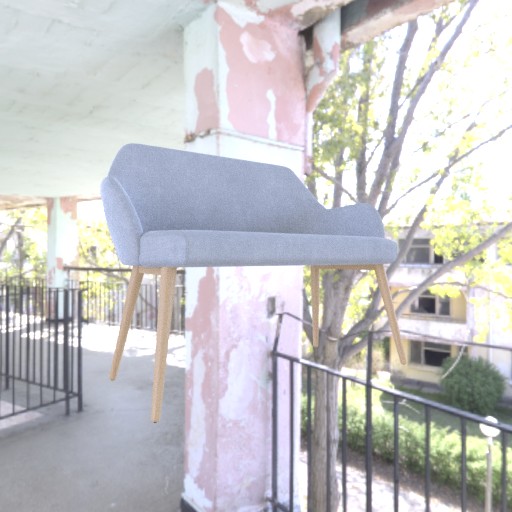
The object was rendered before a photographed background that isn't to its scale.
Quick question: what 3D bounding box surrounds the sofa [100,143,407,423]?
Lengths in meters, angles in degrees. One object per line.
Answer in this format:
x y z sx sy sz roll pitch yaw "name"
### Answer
0.000 0.000 1.635 1.150 0.840 0.610 0 0 -36 "sofa"
